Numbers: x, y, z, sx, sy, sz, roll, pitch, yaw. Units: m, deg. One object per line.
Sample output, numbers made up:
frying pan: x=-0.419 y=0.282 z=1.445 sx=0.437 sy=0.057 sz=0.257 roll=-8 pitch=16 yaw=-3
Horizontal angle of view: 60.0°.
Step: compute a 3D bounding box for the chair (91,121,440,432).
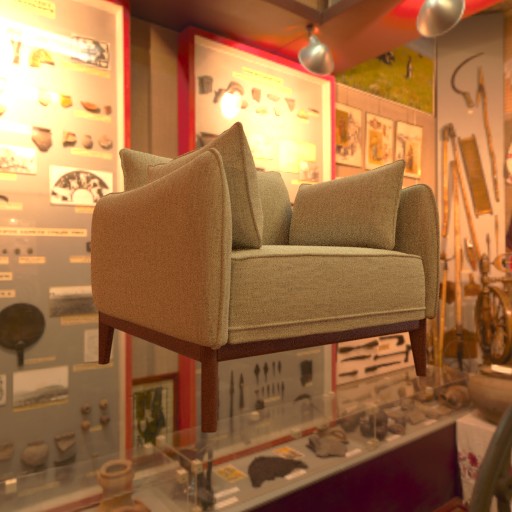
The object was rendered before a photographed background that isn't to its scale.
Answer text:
chair: x=0.000 y=0.000 z=1.672 sx=0.994 sy=0.855 sz=0.991 roll=0 pitch=0 yaw=-36
